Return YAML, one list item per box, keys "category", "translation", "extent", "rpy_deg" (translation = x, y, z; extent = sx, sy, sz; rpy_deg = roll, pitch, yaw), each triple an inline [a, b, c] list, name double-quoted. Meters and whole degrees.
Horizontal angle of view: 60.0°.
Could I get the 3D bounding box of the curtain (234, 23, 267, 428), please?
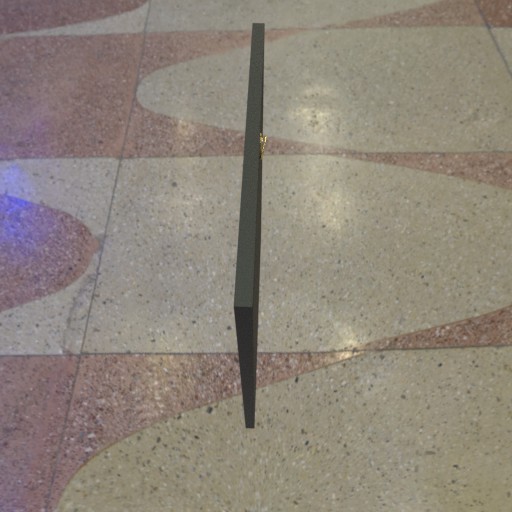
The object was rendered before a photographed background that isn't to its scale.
- category: "curtain"
  translation: [0.000, 0.000, 0.805]
  extent: [0.027, 0.585, 0.483]
  rpy_deg: [2, 58, 1]
